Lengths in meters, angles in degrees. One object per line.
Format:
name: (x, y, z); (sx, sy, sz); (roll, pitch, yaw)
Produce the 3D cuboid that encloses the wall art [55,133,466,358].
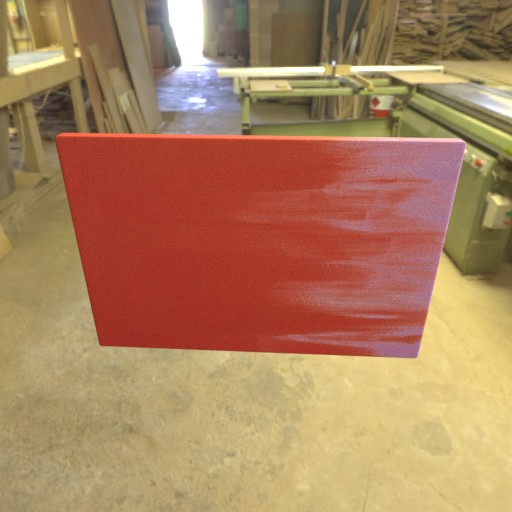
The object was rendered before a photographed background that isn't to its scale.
wall art: (0.000, 0.000, 1.141); (0.913, 0.609, 0.040); (2, 29, 3)
